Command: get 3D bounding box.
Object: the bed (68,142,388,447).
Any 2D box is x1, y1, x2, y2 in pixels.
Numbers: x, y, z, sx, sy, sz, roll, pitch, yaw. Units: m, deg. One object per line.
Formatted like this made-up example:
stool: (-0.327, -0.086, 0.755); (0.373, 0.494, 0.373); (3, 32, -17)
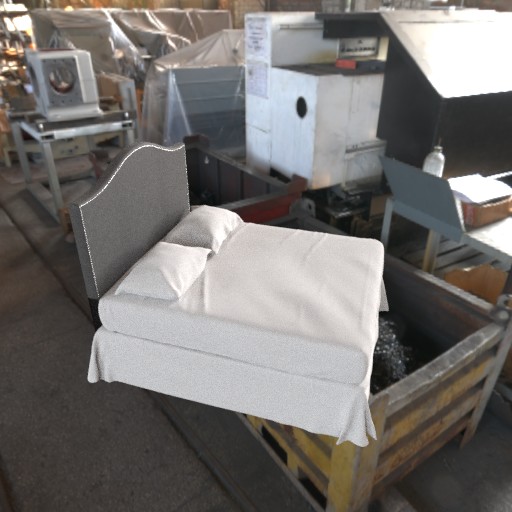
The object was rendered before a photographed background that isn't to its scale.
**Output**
bed: (0.000, 0.000, 3.568); (2.221, 1.645, 1.876); (9, 30, 15)
